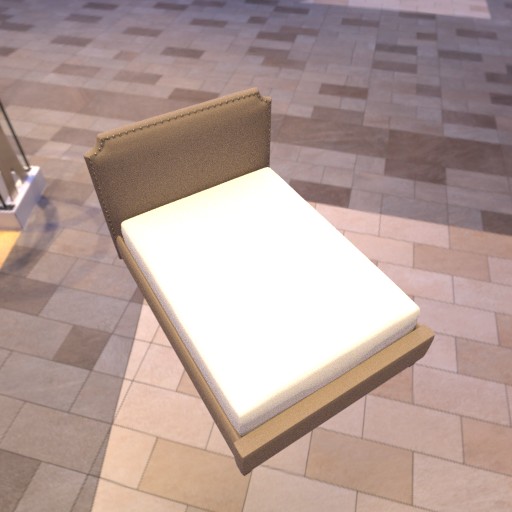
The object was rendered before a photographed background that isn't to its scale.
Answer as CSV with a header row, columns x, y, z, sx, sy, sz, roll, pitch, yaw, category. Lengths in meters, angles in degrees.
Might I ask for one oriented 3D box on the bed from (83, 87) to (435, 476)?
x,y,z,sx,sy,sz,roll,pitch,yaw,category
0.000,0.000,3.484,1.713,1.443,2.372,-25,52,-21,bed
